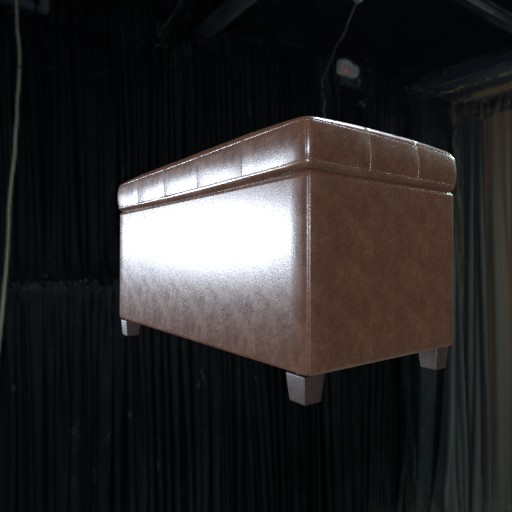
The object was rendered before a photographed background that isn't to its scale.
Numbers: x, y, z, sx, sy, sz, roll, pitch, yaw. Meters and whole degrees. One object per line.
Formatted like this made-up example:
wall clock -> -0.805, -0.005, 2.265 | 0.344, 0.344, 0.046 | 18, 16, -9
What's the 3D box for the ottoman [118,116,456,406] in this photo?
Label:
ottoman -> 0.000, 0.000, 1.126 | 0.432, 0.470, 0.838 | 0, 0, -37
